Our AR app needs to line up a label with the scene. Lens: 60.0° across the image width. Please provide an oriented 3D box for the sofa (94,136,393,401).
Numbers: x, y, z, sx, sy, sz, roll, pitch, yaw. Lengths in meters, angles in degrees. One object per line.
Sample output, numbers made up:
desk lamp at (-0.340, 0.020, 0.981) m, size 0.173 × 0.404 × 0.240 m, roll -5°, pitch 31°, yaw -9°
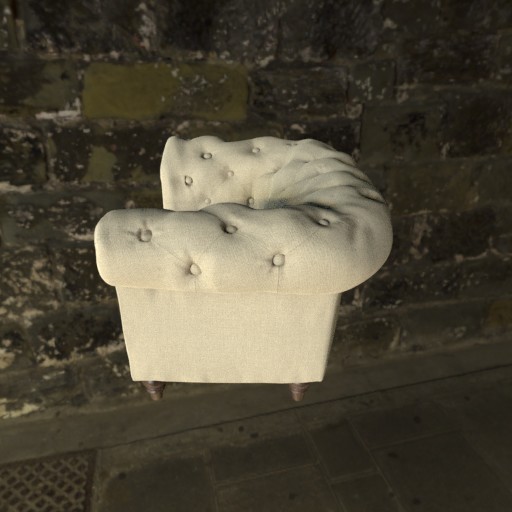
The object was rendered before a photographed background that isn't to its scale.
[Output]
sofa at (0.000, 0.000, 2.044) m, size 1.034 × 0.878 × 1.405 m, roll 0°, pitch 26°, yaw 0°
